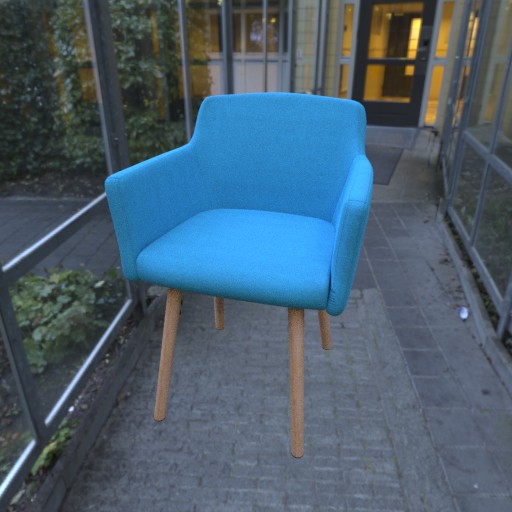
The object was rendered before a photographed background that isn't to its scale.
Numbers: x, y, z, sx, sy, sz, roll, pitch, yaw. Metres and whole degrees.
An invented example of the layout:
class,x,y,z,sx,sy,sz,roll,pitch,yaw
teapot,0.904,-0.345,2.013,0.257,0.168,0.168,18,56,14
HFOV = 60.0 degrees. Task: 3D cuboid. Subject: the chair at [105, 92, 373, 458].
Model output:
class,x,y,z,sx,sy,sz,roll,pitch,yaw
chair,0.000,0.000,1.183,0.570,0.780,0.540,8,26,16
